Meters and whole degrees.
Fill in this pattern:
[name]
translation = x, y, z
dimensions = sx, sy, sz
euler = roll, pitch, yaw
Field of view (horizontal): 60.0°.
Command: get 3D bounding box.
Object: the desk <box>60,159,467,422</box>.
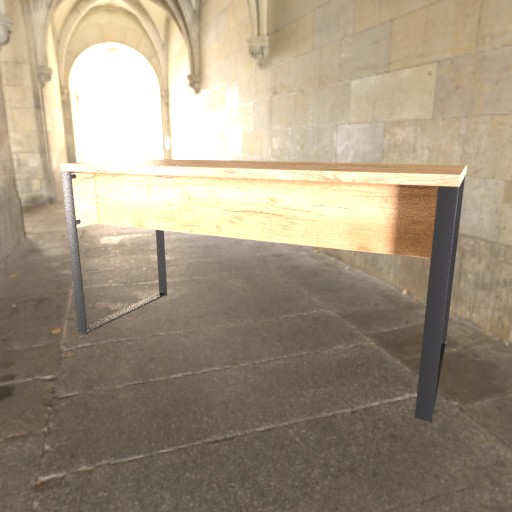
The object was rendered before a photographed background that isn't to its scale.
[desk]
translation = 0.000, 0.000, 1.872
dimensions = 1.520, 0.760, 0.600
euler = 7, 16, 25
